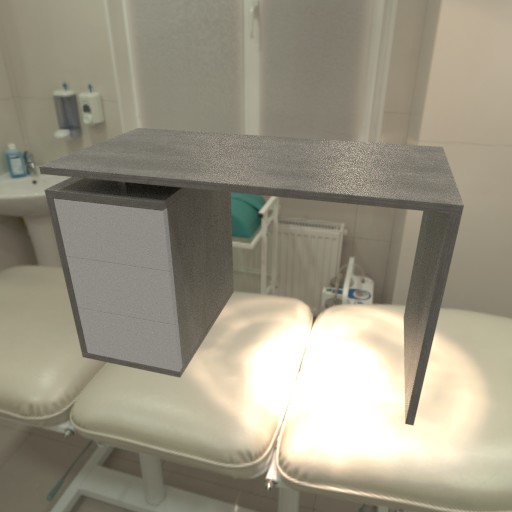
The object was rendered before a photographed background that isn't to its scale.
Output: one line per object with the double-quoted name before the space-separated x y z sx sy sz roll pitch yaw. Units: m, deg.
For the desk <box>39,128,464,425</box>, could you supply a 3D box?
"desk" 0.000 0.000 1.625 1.200 0.740 0.600 8 28 14
